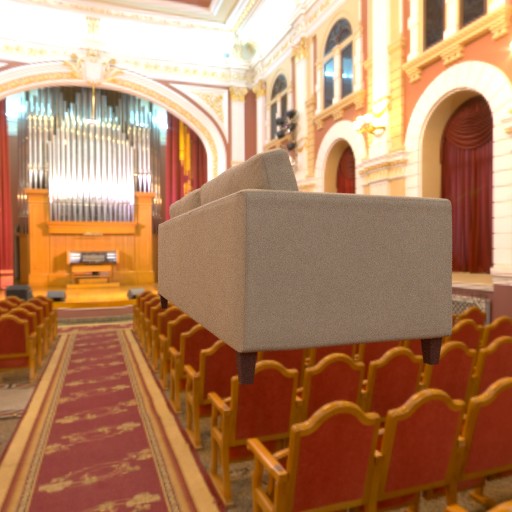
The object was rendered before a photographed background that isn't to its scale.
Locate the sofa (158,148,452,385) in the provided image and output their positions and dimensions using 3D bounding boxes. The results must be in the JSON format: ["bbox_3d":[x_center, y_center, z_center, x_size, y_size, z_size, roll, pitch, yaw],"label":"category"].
[{"bbox_3d":[0.000,0.000,2.833,0.988,0.912,2.404,0,1,-19],"label":"sofa"}]
